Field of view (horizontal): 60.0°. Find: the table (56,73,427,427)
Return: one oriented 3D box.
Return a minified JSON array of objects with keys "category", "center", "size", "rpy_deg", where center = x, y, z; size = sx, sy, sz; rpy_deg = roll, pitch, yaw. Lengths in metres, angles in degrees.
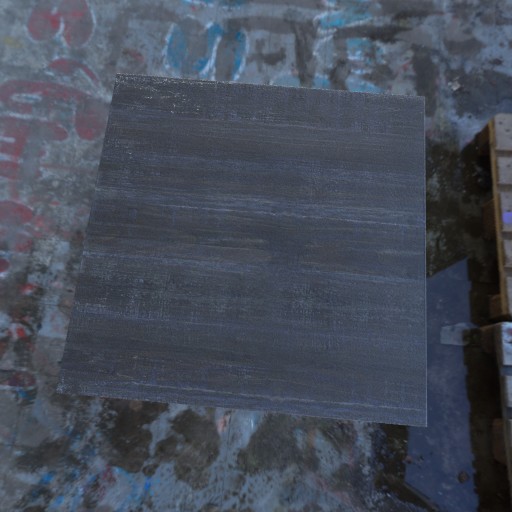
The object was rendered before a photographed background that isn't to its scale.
[{"category":"table","center":[0.000,0.000,1.107],"size":[0.696,0.400,0.696],"rpy_deg":[5,76,1]}]
